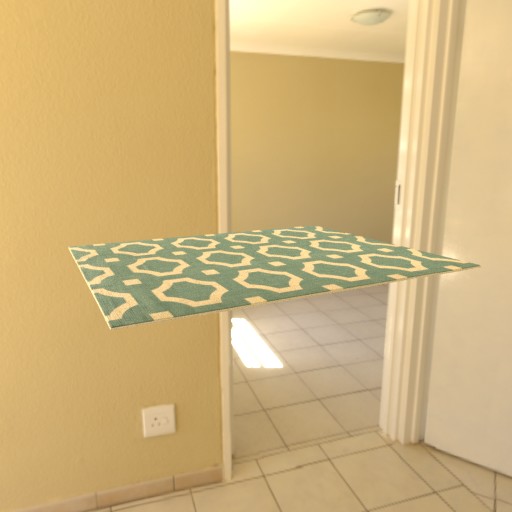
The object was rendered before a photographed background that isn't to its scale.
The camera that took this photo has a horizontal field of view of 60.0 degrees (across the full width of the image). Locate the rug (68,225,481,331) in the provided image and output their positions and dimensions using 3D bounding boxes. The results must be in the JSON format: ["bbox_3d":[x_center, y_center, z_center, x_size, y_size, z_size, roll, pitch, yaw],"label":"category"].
[{"bbox_3d":[0.000,0.000,4.153,3.049,0.021,2.466,-7,14,-27],"label":"rug"}]
